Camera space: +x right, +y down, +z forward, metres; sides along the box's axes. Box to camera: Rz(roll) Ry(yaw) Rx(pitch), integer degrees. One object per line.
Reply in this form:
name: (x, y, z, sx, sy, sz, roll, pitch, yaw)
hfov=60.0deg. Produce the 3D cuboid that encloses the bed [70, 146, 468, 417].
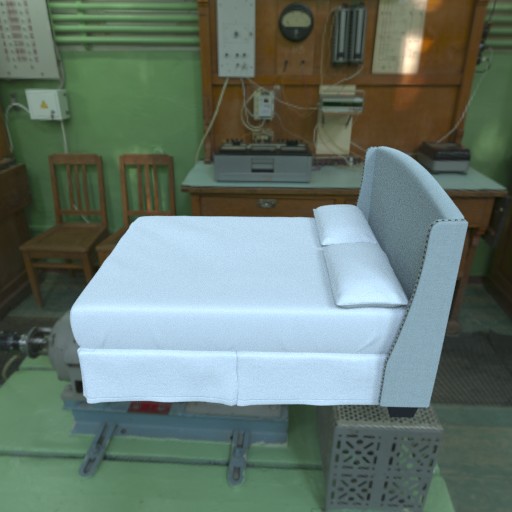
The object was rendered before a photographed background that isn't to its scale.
bed: (0.000, 0.000, 3.265, 2.237, 1.407, 1.710, 1, 26, 1)
